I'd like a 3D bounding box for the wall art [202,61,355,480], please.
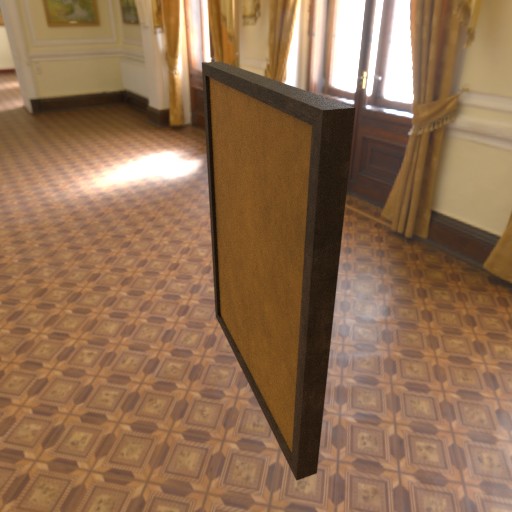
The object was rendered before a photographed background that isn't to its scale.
[{"bbox_3d":[0.000,0.000,0.541,0.027,0.406,0.329,-10,31,-18],"label":"wall art"}]
